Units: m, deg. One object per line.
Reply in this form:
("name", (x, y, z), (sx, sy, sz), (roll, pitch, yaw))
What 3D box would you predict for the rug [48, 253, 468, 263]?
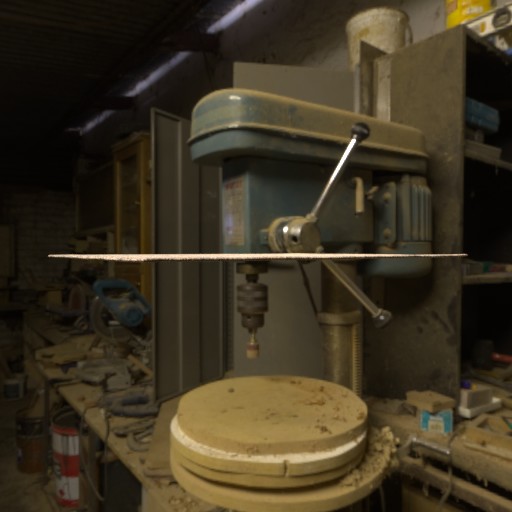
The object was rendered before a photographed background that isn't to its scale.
("rug", (0.000, 0.000, 4.228), (3.199, 0.036, 2.414), (0, 1, -36))
